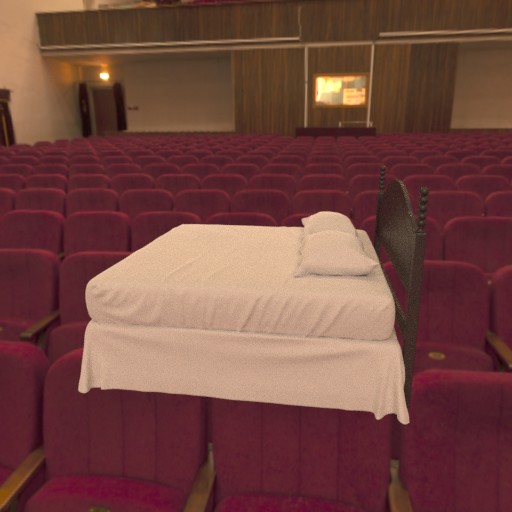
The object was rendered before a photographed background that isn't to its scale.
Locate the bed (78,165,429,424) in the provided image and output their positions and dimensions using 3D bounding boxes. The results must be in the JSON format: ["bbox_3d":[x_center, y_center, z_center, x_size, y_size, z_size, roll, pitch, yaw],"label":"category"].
[{"bbox_3d":[0.000,0.000,3.622,2.219,1.355,2.322,2,15,9],"label":"bed"}]
